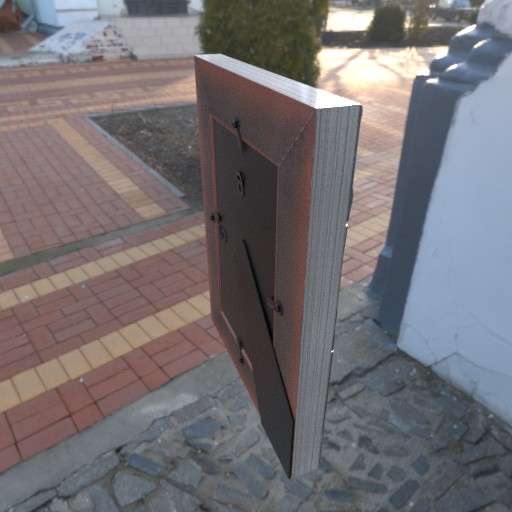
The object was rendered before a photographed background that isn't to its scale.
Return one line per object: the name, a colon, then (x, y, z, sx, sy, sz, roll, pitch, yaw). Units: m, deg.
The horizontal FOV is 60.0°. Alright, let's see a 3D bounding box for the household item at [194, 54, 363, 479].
household item: (0.000, 0.000, 0.280, 0.025, 0.216, 0.165, -12, 33, -19)
